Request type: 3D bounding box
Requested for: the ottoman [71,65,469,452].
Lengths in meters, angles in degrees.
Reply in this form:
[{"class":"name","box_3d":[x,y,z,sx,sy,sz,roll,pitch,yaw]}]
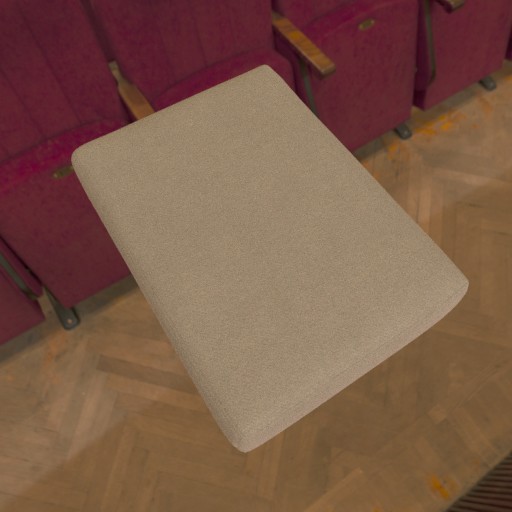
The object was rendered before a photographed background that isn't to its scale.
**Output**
[{"class":"ottoman","box_3d":[0.000,0.000,1.125,0.569,0.499,0.773,-30,67,-14]}]
